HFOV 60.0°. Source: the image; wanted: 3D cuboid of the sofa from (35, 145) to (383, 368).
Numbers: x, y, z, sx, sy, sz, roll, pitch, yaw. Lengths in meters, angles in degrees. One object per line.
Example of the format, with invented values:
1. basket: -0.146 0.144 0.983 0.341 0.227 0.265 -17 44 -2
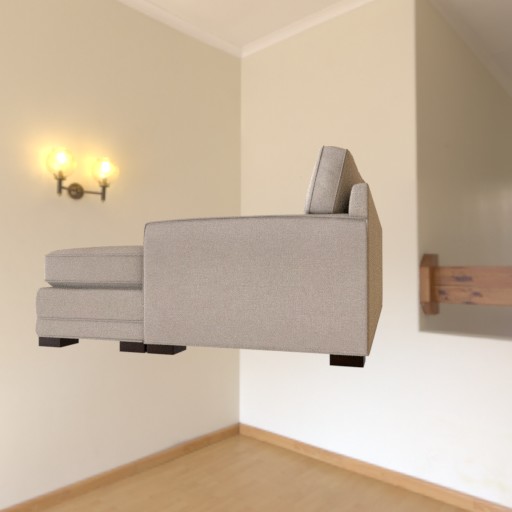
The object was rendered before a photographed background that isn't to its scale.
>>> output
1. sofa: 0.000 0.000 2.808 1.496 0.861 2.087 0 -1 17
